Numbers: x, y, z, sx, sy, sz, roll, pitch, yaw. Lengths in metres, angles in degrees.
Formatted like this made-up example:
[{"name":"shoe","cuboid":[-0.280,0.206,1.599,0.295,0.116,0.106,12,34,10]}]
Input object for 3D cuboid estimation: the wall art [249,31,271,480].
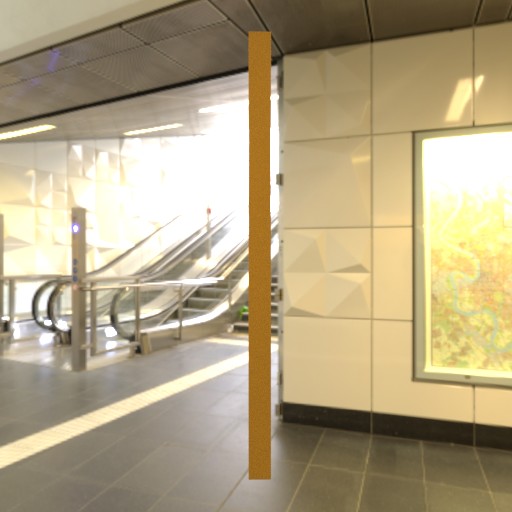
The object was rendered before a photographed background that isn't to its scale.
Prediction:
[{"name":"wall art","cuboid":[0.000,0.000,1.135,0.038,0.762,0.762,0,0,-1]}]
